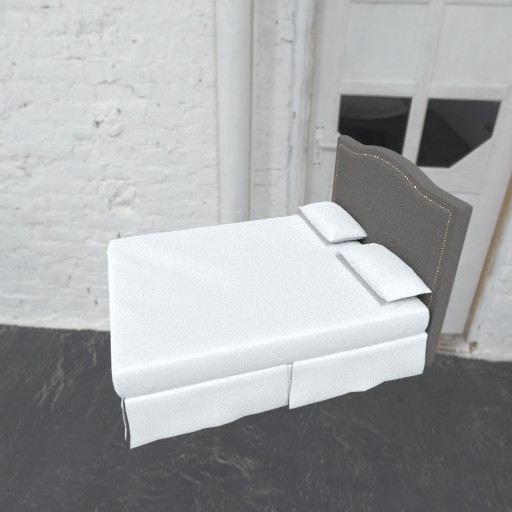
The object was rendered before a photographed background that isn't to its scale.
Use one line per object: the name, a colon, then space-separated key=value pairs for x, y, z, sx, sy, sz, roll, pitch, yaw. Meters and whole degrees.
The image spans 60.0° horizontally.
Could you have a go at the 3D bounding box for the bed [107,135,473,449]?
bed: x=0.000 y=0.000 z=3.440 sx=2.282 sy=1.436 sz=1.821 roll=-9 pitch=31 yaw=-14
